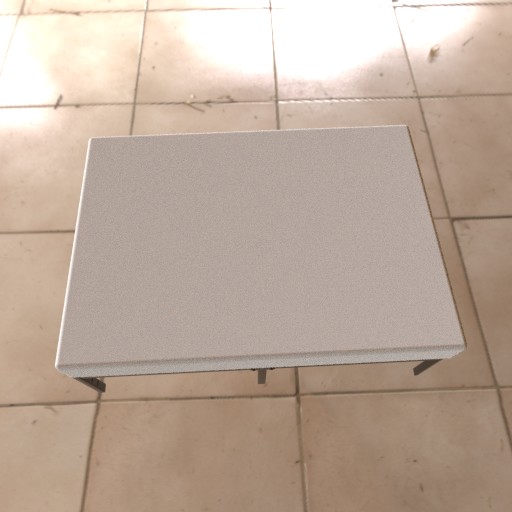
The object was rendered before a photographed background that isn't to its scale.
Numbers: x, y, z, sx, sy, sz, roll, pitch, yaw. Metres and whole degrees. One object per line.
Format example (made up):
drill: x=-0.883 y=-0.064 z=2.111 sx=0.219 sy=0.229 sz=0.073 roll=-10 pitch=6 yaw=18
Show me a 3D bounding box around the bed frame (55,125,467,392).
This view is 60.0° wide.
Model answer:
bed frame: x=0.000 y=0.000 z=2.680 sx=1.956 sy=0.659 sz=1.408 roll=-3 pitch=63 yaw=-1
